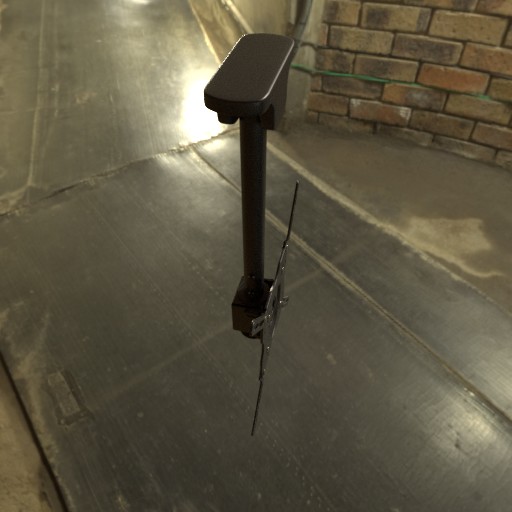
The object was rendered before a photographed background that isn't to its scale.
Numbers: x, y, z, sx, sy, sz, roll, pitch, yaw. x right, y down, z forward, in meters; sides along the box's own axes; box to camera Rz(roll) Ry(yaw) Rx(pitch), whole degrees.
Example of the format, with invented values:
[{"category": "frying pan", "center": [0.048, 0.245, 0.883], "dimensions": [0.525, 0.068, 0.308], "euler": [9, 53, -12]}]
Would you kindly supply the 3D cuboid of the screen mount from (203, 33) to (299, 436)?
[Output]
[{"category": "screen mount", "center": [0.000, 0.000, 0.841], "dimensions": [0.090, 0.729, 0.393], "euler": [11, 47, 10]}]
